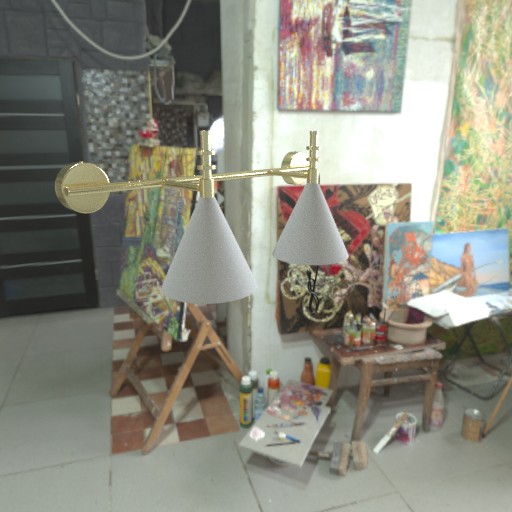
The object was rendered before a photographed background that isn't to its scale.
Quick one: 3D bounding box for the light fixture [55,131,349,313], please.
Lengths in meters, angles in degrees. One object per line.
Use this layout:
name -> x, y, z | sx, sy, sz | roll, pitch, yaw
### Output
light fixture -> 0.000, 0.000, 0.861 | 0.239, 0.468, 0.642 | 14, 21, 42
